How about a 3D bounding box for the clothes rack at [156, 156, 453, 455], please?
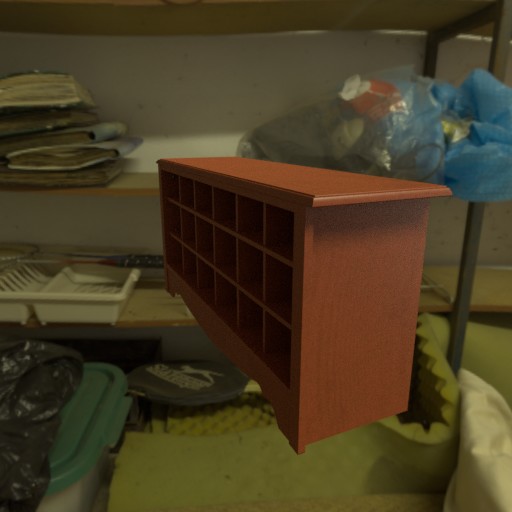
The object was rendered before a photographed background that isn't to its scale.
[{"bbox_3d":[0.000,0.000,1.520,0.362,0.594,1.251,-7,18,-24],"label":"clothes rack"}]
